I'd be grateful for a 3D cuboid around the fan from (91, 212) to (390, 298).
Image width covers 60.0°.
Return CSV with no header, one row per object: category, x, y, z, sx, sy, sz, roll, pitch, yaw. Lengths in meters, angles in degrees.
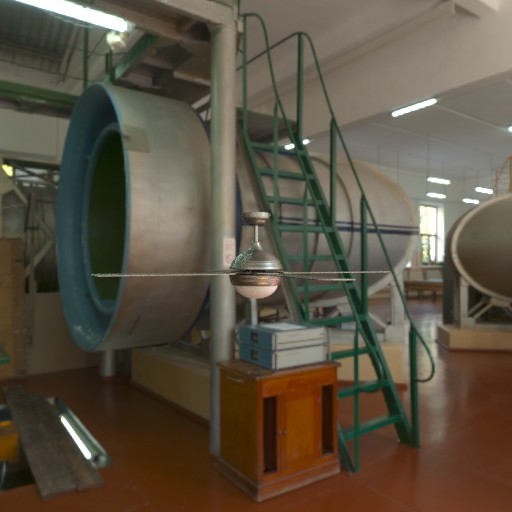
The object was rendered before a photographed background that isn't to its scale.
fan,0.000,0.000,1.985,1.321,0.381,1.321,0,0,-1
